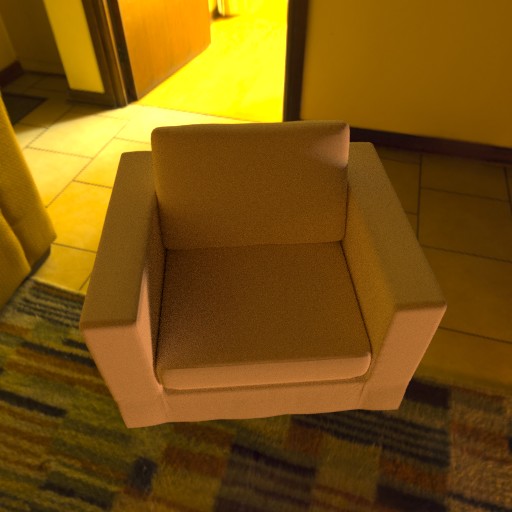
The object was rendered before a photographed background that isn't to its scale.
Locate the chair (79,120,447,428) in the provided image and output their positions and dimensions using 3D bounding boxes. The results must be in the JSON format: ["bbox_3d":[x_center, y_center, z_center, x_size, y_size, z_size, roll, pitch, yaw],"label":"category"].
[{"bbox_3d":[0.000,0.000,1.781,1.150,0.878,0.957,-3,46,-3],"label":"chair"}]
